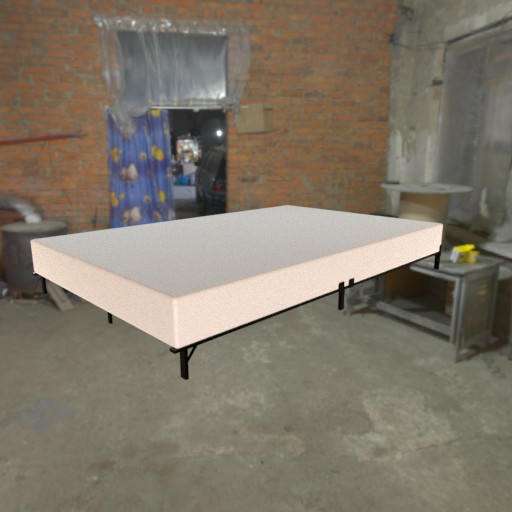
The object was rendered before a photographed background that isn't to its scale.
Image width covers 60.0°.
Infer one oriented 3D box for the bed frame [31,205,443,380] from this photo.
[{"bbox_3d":[0.000,0.000,3.788,2.987,0.440,1.930,-13,19,-43],"label":"bed frame"}]
